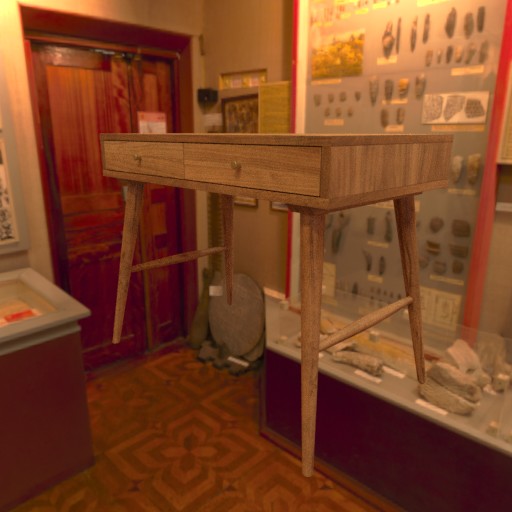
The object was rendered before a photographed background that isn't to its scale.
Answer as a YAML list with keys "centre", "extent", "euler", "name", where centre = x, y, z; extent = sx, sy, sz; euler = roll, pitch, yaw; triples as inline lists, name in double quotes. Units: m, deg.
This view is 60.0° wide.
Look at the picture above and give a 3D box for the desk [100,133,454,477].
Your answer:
- centre: [0.000, 0.000, 1.428]
  extent: [0.588, 0.758, 0.949]
  euler: [-15, 21, -42]
  name: "desk"
